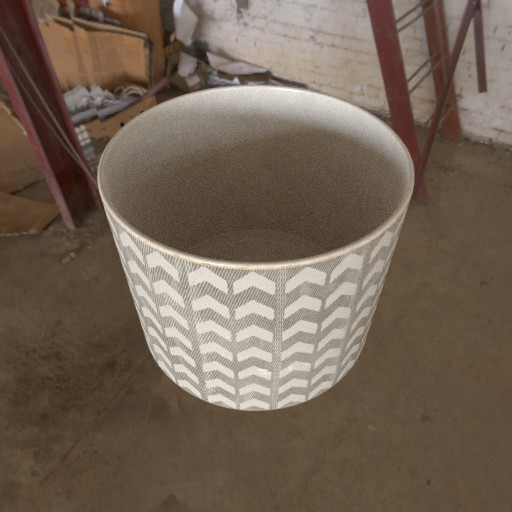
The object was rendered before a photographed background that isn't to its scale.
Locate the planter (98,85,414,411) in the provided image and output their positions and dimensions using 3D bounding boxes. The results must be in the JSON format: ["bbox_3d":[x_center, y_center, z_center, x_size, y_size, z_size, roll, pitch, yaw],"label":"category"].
[{"bbox_3d":[0.000,0.000,0.337,0.190,0.181,0.190,0,46,0],"label":"planter"}]
